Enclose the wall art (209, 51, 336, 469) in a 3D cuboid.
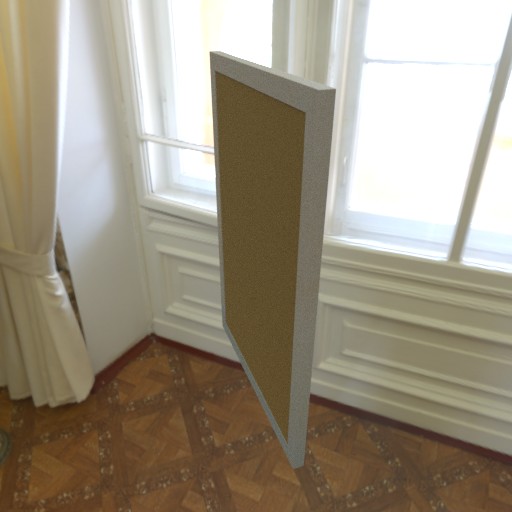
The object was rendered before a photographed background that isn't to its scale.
[{"bbox_3d":[0.000,0.000,1.434,0.038,1.143,0.764,-11,32,-18],"label":"wall art"}]
